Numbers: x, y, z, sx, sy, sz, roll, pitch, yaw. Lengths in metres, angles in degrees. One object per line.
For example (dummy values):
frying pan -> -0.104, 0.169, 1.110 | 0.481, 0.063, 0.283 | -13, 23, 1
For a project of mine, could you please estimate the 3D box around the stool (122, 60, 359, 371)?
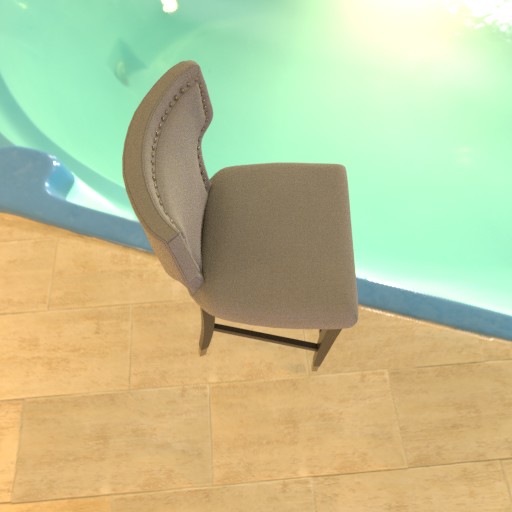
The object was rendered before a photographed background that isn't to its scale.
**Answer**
stool -> 0.000, 0.000, 1.415 | 0.563, 1.092, 0.526 | 1, 63, 1
